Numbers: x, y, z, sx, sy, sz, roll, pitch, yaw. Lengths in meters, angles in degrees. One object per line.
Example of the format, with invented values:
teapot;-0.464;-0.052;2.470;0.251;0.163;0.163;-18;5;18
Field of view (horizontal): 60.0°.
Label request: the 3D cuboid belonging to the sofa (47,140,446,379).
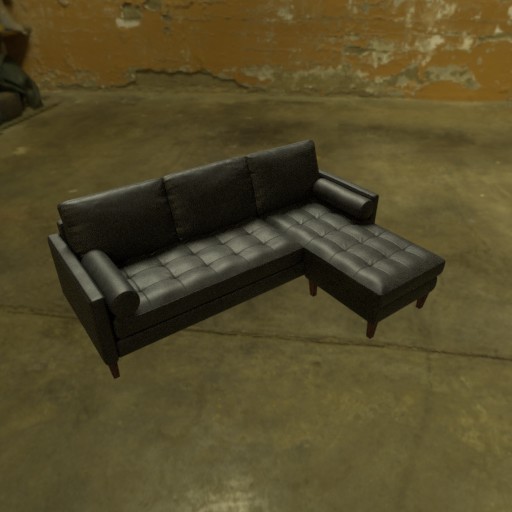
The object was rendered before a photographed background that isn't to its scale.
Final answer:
sofa;0.000;0.000;2.895;2.178;0.876;1.497;-22;39;-30
